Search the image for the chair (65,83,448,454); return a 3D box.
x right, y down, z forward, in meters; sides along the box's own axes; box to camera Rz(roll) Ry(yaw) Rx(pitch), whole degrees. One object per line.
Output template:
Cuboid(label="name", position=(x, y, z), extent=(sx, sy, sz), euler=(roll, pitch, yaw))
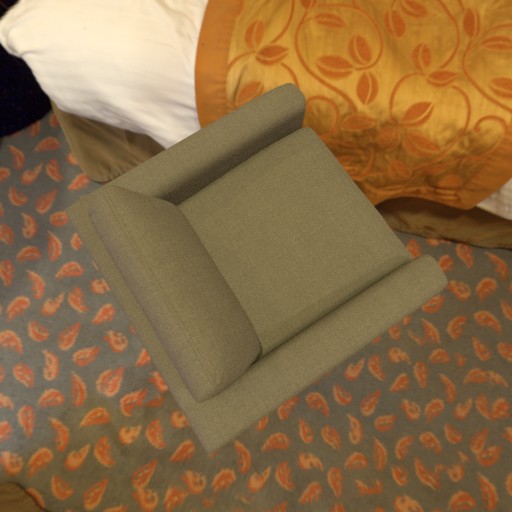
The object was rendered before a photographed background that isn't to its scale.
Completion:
Cuboid(label="chair", position=(0.000, 0.000, 1.848), extent=(1.100, 0.847, 1.070), euler=(-33, 78, -8))
